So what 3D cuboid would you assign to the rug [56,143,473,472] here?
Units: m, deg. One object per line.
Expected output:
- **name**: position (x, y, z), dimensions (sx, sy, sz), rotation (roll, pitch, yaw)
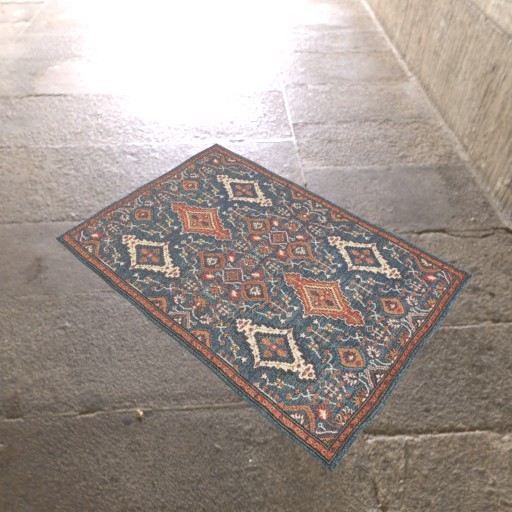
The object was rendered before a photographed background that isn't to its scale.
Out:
- **rug**: position (0.000, 0.000, 2.994), dimensions (2.373, 0.009, 1.622), rotation (33, 55, 27)
